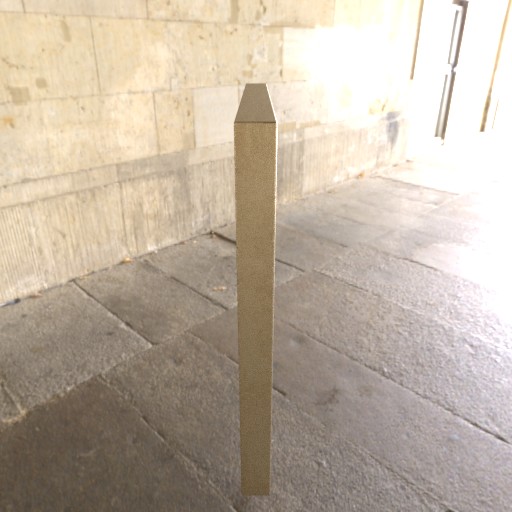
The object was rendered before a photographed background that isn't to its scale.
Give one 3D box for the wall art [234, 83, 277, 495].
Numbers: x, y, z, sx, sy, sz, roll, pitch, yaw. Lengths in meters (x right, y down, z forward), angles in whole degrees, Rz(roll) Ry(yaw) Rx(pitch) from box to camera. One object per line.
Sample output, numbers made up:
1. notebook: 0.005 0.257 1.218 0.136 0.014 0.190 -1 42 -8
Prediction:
1. wall art: 0.000 0.000 0.742 0.040 0.506 0.503 0 25 0
